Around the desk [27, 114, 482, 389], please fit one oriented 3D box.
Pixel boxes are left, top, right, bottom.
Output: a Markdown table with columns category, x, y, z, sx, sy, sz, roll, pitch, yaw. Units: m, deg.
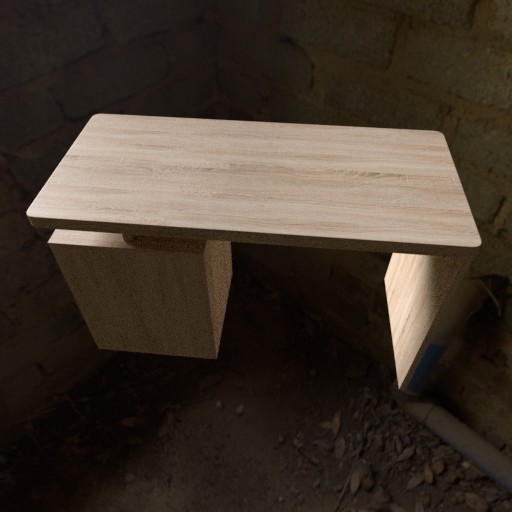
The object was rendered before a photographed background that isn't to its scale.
| category | x | y | z | sx | sy | sz | roll | pitch | yaw |
| --- | --- | --- | --- | --- | --- | --- | --- | --- | --- |
| desk | 0.000 | 0.000 | 1.609 | 1.200 | 0.760 | 0.550 | 4 | 47 | 4 |
